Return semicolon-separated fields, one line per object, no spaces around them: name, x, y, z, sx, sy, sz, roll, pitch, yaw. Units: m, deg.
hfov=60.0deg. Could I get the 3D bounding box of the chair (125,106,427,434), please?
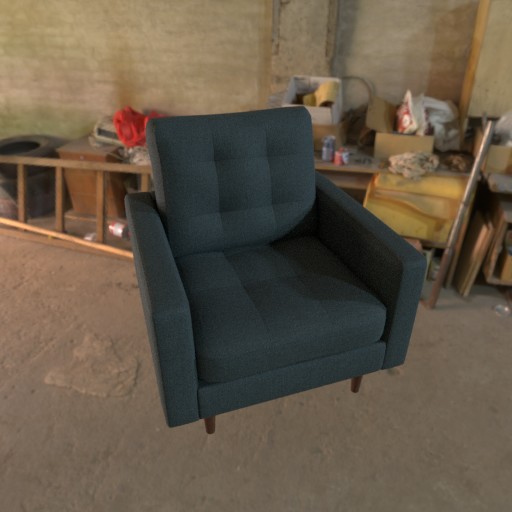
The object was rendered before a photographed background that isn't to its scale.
chair;0.000;0.000;1.572;0.821;0.880;0.843;-10;33;-16
